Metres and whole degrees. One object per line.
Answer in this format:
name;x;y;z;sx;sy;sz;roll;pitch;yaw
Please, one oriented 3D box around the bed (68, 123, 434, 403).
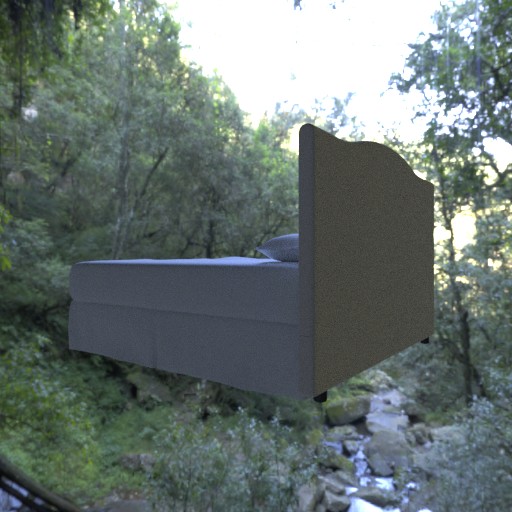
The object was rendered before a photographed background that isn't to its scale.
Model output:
bed;0.000;0.000;3.494;2.182;1.421;2.083;0;0;36
